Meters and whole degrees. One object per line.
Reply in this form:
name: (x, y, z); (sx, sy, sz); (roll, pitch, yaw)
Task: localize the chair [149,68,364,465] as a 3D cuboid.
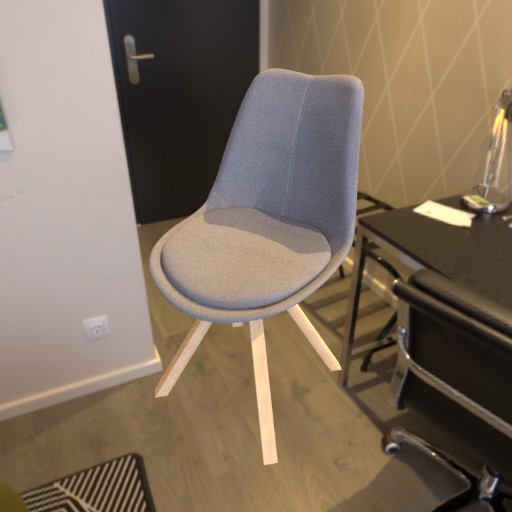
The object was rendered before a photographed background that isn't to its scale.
chair: (0.000, 0.000, 1.189); (0.474, 0.863, 0.549); (19, 35, 29)
